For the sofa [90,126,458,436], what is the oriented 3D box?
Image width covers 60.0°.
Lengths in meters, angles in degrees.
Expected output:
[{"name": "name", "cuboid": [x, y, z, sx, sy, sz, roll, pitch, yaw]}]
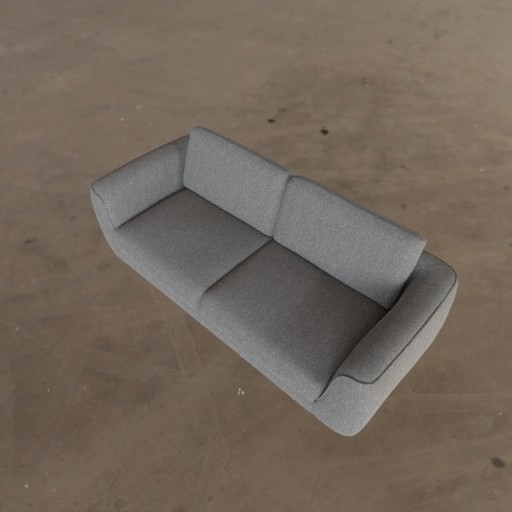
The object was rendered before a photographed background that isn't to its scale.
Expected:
[{"name": "sofa", "cuboid": [0.000, 0.000, 2.510, 2.000, 0.870, 0.920, 33, 54, 29]}]
